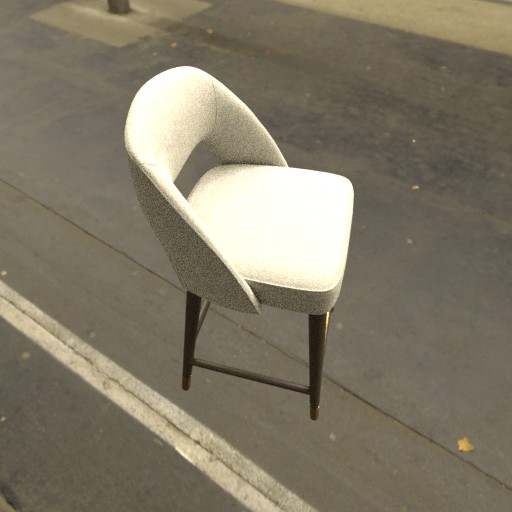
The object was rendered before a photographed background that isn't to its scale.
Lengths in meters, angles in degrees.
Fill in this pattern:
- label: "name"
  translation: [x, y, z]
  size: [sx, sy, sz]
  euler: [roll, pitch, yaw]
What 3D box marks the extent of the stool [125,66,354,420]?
- label: "stool"
  translation: [0.000, 0.000, 1.249]
  size: [0.509, 0.940, 0.494]
  euler: [10, 48, 9]
